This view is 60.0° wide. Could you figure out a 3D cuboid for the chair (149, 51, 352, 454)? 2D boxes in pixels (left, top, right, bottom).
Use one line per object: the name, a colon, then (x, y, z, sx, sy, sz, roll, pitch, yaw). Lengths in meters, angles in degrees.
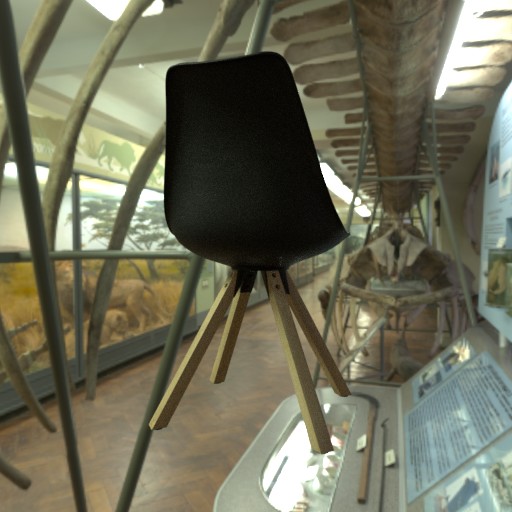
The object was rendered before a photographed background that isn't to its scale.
chair: (0.000, 0.000, 1.188, 0.485, 0.850, 0.549, 0, 2, 18)
